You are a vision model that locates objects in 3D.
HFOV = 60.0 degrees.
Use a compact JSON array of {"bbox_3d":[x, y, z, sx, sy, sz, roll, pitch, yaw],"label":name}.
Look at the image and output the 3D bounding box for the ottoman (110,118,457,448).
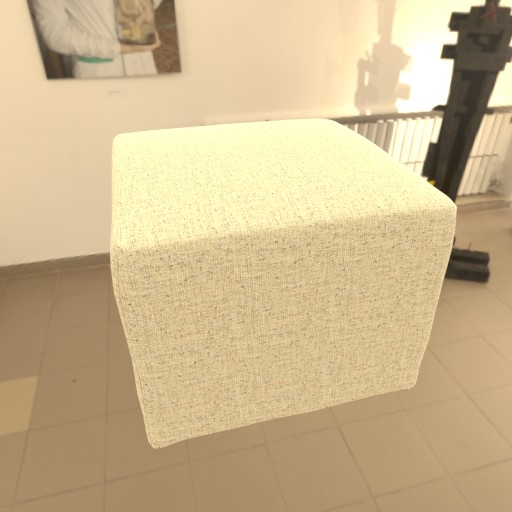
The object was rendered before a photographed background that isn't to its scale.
[{"bbox_3d":[0.000,0.000,0.907,0.521,0.453,0.512,-8,33,-13],"label":"ottoman"}]
